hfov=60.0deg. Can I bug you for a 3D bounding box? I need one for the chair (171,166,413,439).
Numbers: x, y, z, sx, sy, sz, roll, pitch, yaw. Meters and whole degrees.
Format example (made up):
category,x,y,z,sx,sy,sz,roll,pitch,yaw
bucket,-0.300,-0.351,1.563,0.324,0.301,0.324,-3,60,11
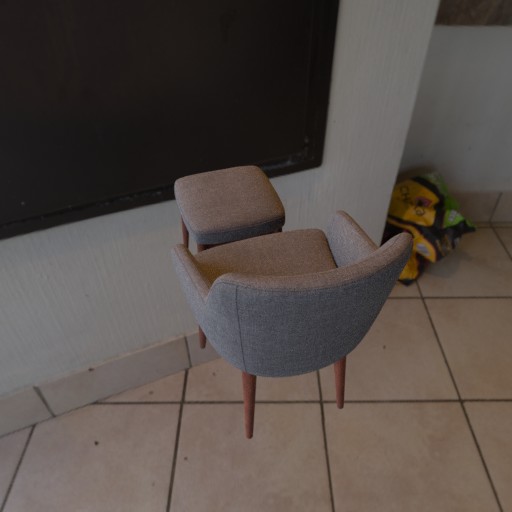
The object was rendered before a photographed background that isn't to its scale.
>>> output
category,x,y,z,sx,sy,sz,roll,pitch,yaw
chair,0.000,0.000,1.554,0.584,0.799,1.107,-13,43,-14
